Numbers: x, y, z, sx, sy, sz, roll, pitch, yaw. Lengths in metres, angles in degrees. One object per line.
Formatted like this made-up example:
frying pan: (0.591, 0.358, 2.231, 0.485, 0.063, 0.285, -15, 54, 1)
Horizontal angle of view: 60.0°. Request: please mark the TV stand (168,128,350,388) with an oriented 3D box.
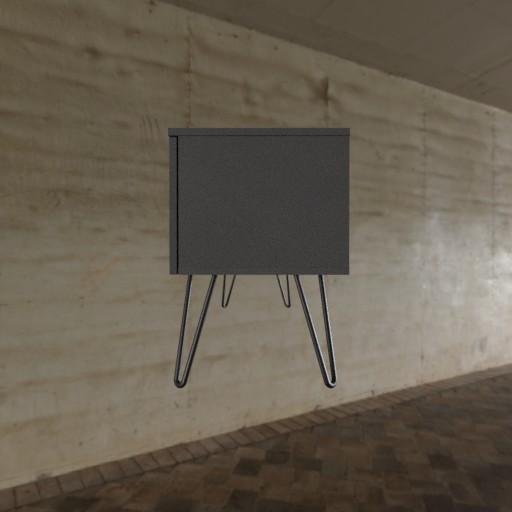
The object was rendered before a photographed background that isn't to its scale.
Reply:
TV stand: (0.000, 0.000, 1.642, 0.400, 0.560, 1.400, 0, 1, 0)
